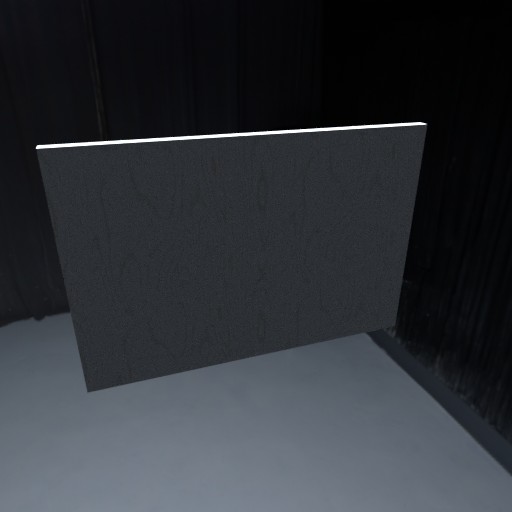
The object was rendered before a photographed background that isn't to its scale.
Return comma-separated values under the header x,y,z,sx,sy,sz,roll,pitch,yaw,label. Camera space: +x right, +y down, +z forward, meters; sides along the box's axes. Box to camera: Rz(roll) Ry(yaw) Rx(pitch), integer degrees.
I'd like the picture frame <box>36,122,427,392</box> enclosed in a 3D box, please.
x,y,z,sx,sy,sz,roll,pitch,yaw,label
0.000,0.000,1.185,0.950,0.640,0.029,-8,27,-17,picture frame
